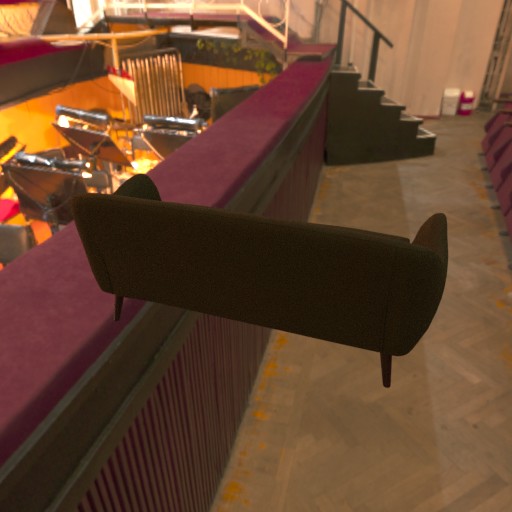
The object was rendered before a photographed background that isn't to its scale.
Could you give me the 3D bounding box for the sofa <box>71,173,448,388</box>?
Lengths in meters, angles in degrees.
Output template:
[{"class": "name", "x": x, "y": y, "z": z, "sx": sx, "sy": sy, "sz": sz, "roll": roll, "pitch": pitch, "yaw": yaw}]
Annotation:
[{"class": "sofa", "x": 0.000, "y": 0.000, "z": 2.325, "sx": 1.840, "sy": 0.836, "sz": 0.820, "roll": 10, "pitch": 32, "yaw": 16}]
